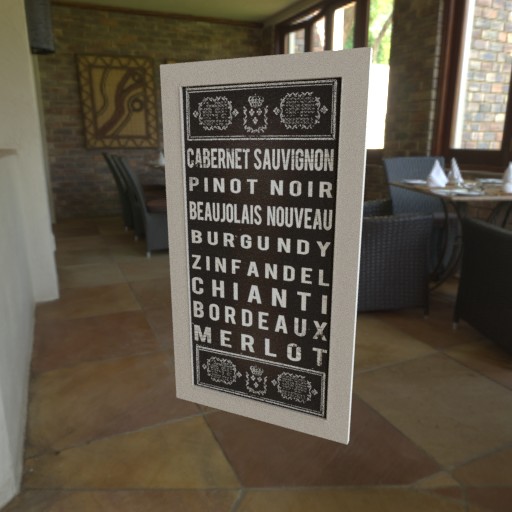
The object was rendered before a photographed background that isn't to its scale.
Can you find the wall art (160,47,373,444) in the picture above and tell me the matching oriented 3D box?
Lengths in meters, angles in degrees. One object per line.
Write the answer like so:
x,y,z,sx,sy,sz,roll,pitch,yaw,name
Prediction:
0.000,0.000,0.823,0.380,0.683,0.013,6,16,24,wall art
